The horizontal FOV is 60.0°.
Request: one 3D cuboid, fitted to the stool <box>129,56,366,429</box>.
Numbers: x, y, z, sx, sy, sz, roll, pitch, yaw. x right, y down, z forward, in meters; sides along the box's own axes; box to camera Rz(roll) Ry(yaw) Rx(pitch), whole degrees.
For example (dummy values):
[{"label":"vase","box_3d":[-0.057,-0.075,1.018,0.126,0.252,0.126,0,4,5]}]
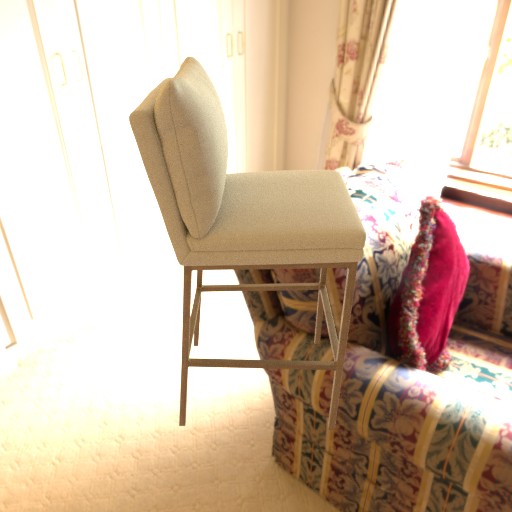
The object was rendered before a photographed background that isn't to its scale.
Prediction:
[{"label":"stool","box_3d":[0.000,0.000,1.413,0.572,1.125,0.463,0,31,0]}]
